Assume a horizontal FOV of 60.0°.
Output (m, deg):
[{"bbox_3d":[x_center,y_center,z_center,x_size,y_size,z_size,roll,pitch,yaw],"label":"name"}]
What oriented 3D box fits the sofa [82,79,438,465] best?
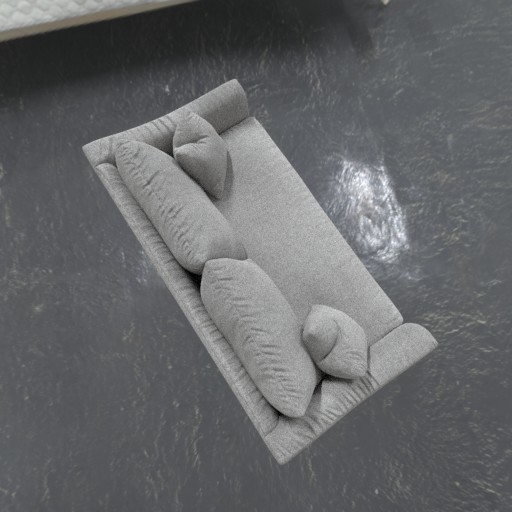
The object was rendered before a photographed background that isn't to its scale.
[{"bbox_3d":[0.000,0.000,2.695,1.072,1.018,2.010,-33,77,-8],"label":"sofa"}]
